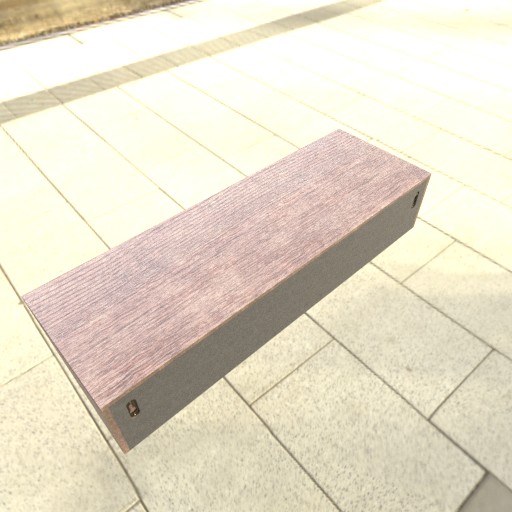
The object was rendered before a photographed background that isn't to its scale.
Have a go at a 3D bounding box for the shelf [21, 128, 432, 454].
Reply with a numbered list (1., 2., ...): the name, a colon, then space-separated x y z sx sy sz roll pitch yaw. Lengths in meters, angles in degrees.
1. shelf: 0.000 0.000 0.689 0.610 0.125 0.200 -33 54 -28
